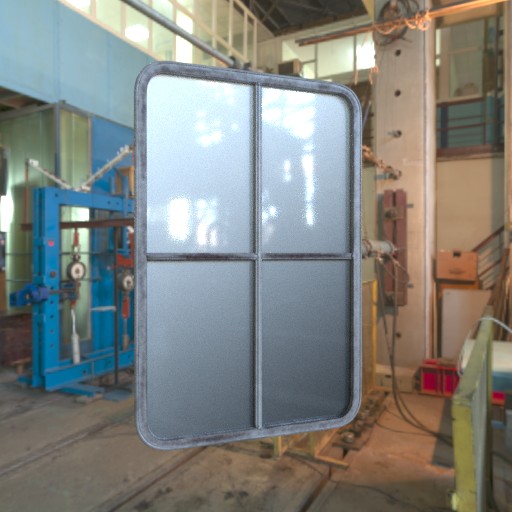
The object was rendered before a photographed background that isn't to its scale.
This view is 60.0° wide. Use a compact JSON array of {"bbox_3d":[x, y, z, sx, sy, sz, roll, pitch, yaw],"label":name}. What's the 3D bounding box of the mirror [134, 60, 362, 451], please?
[{"bbox_3d":[0.000,0.000,0.868,0.461,0.713,0.024,0,0,-18],"label":"mirror"}]
